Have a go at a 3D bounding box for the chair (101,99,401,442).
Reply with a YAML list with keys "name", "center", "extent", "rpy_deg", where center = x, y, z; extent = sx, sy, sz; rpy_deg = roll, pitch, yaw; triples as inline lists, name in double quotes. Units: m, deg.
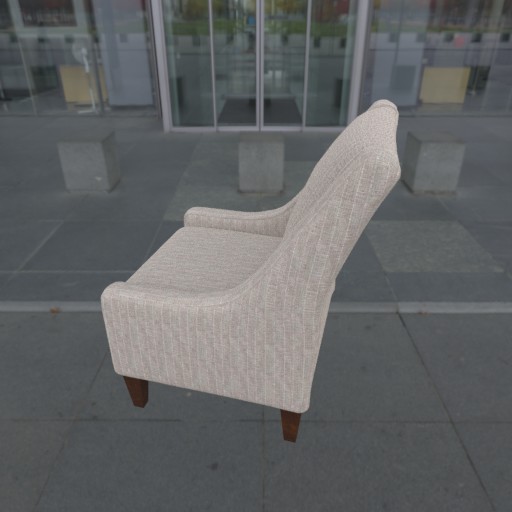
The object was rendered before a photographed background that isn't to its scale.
- name: "chair"
  center: [0.000, 0.000, 1.617]
  extent: [0.870, 1.014, 0.774]
  rpy_deg: [7, 30, 13]
